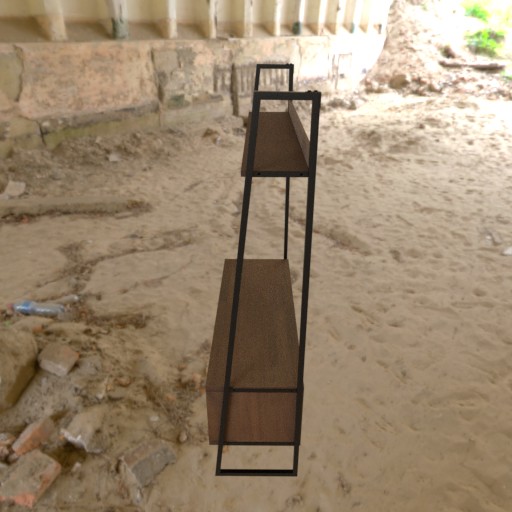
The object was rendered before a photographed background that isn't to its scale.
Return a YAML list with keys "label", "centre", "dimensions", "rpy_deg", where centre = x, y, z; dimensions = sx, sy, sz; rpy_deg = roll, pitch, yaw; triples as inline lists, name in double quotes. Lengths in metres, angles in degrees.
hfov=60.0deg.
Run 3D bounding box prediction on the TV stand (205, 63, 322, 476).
- label: "TV stand"
  centre: [0.000, 0.000, 2.313]
  dimensions: [0.432, 1.772, 1.250]
  rpy_deg: [0, 27, 0]
